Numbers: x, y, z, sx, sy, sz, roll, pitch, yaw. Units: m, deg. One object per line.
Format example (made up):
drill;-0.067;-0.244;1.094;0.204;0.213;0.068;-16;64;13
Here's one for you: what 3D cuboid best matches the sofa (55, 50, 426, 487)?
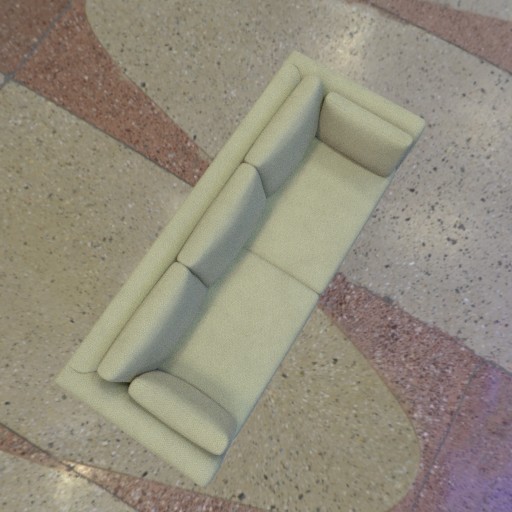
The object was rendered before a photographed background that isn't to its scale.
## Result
sofa;0.000;0.000;2.797;0.969;0.867;2.415;32;78;8
